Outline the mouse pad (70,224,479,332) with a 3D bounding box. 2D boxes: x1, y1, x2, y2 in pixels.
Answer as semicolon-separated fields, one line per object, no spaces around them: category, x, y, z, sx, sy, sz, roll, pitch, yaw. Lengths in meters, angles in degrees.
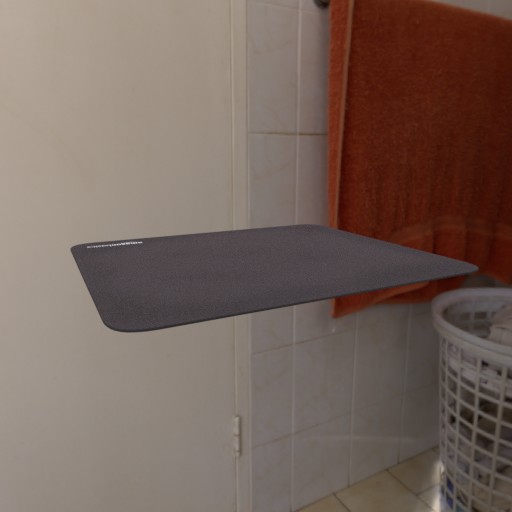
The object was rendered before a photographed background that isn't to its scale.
mouse pad;0.000;0.000;0.428;0.315;0.002;0.269;-7;15;-26
